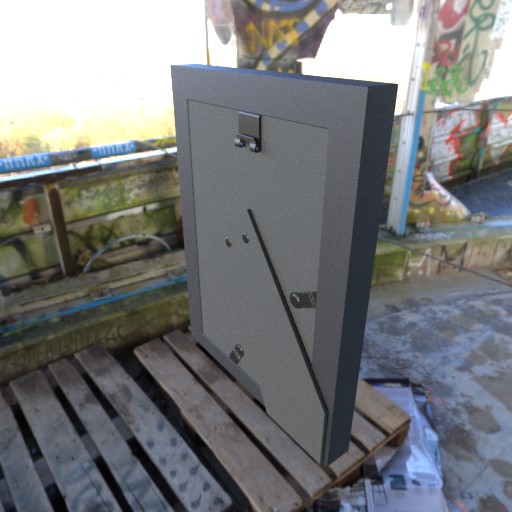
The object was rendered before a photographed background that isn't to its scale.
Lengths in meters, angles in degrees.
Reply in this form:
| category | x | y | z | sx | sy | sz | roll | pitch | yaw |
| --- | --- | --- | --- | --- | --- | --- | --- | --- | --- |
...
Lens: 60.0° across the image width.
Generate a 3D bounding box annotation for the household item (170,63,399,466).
| category | x | y | z | sx | sy | sz | roll | pitch | yaw |
| --- | --- | --- | --- | --- | --- | --- | --- | --- | --- |
| household item | 0.000 | 0.000 | 0.231 | 0.022 | 0.178 | 0.133 | -19 | 33 | -33 |
